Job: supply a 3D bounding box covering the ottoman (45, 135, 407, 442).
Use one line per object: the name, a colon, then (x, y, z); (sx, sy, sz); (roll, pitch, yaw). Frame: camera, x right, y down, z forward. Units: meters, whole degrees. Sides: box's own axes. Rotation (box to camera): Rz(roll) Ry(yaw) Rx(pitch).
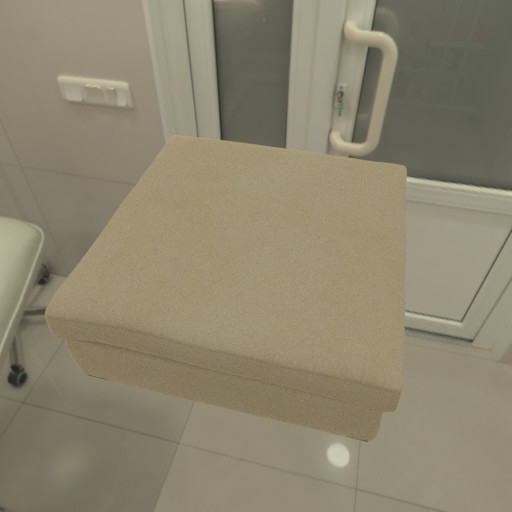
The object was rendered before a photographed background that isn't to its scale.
ottoman: (0.000, 0.000, 1.878); (1.190, 0.522, 1.205); (10, 46, 10)
